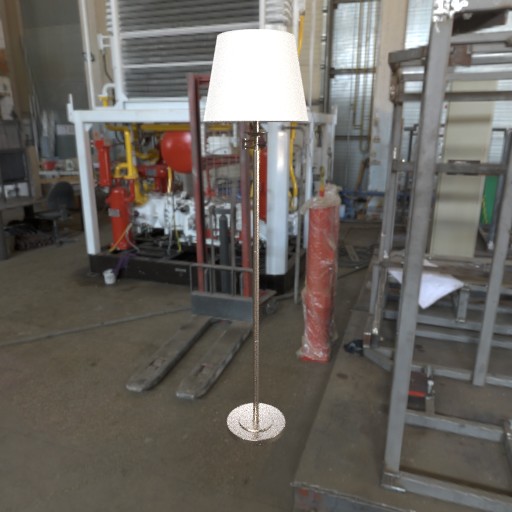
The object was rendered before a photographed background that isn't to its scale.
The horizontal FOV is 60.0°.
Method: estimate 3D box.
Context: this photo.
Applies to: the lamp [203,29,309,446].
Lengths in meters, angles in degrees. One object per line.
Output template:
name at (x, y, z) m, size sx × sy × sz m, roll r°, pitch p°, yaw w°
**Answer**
lamp at (0.000, 0.000, 1.640) m, size 0.355 × 1.473 × 0.355 m, roll 0°, pitch 16°, yaw 0°
